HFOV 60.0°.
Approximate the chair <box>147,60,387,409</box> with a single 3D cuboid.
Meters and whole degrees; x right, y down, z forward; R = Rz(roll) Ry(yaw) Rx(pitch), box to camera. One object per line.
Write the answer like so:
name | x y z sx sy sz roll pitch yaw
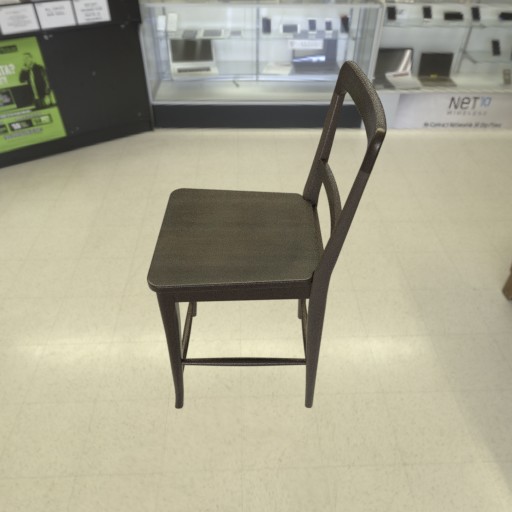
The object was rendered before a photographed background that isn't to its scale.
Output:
chair | 0.000 0.000 1.313 0.546 0.991 0.450 0 41 0
